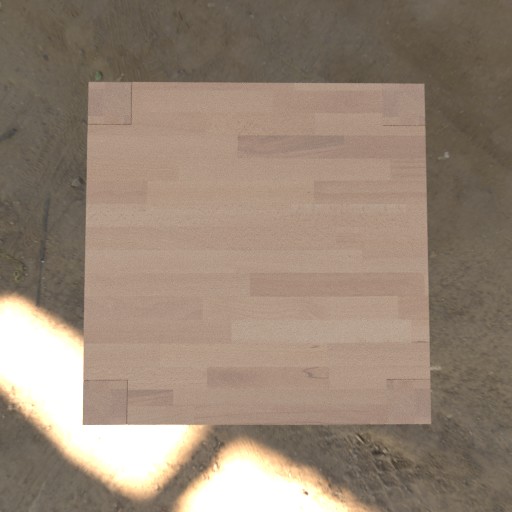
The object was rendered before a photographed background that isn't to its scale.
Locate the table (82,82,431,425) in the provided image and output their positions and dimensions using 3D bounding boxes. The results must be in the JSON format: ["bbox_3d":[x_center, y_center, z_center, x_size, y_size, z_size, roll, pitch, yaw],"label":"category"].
[{"bbox_3d":[0.000,0.000,1.130,0.700,0.451,0.700,0,87,-1],"label":"table"}]
